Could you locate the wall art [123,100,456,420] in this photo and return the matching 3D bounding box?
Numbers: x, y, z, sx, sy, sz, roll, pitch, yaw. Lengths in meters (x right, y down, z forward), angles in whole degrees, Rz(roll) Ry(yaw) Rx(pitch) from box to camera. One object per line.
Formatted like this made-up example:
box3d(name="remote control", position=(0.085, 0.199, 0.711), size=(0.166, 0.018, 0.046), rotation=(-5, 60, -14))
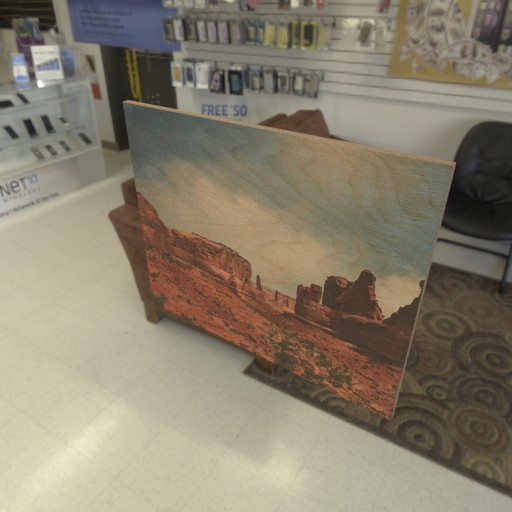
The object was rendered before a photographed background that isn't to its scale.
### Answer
box3d(name="wall art", position=(0.000, 0.000, 0.696), size=(0.508, 0.406, 0.013), rotation=(20, 37, 29))
